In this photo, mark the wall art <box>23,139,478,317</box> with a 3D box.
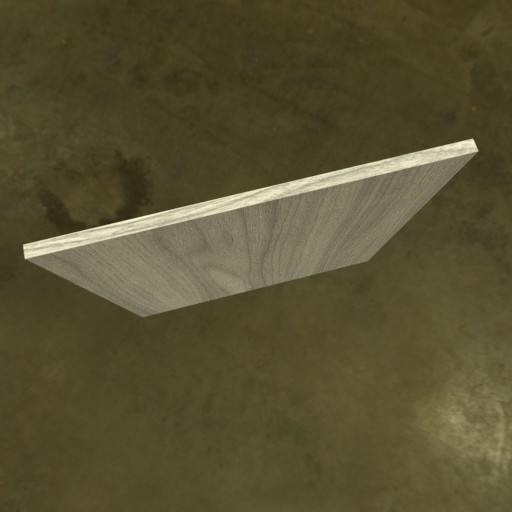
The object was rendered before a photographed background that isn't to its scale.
[{"bbox_3d":[0.000,0.000,0.727,0.508,0.507,0.016,-14,76,-4],"label":"wall art"}]
